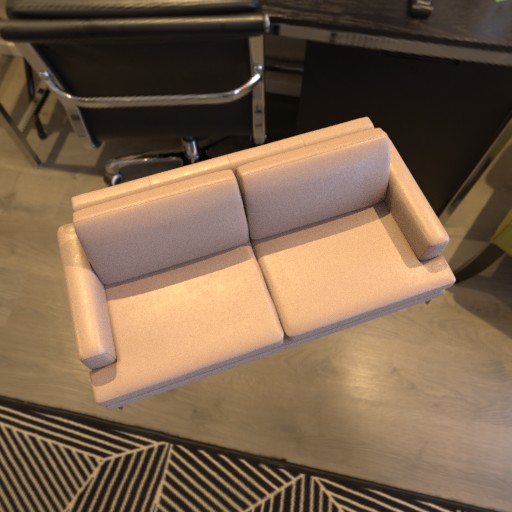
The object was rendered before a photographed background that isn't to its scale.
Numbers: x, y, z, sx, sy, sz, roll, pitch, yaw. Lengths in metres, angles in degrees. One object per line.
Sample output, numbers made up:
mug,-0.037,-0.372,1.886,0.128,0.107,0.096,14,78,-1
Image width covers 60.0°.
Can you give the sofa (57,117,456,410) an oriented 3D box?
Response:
sofa,0.000,0.000,2.394,1.940,0.765,0.974,-17,65,-8
